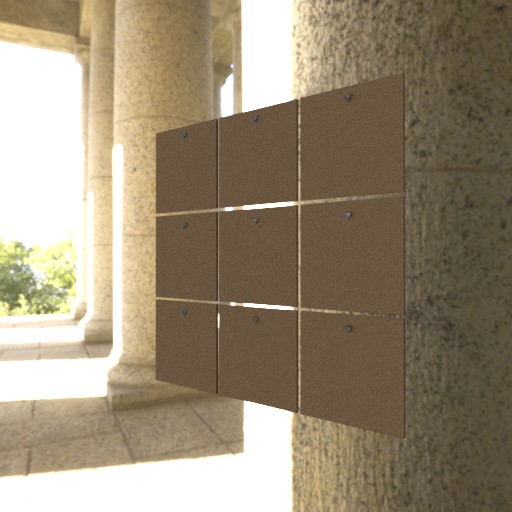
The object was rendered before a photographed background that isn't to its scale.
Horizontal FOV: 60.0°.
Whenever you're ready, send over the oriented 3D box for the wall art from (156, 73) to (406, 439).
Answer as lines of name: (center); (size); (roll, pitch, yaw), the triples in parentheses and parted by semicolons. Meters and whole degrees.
wall art: (0.000, 0.000, 1.835); (1.221, 1.218, 0.019); (0, 0, 36)
